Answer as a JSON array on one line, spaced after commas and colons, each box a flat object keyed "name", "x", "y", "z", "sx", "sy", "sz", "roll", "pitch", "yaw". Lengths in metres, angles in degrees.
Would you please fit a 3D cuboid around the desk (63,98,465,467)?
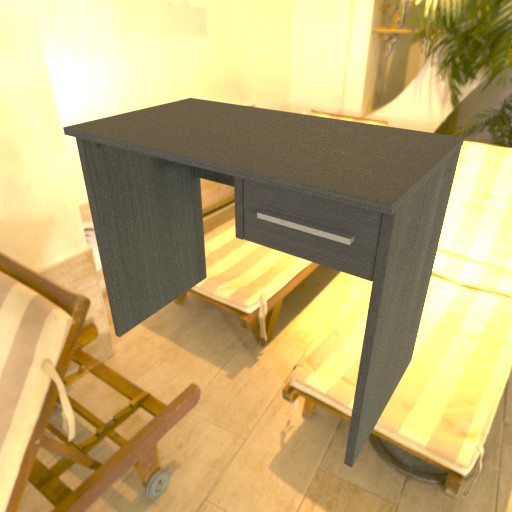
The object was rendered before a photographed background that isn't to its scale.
[{"name": "desk", "x": 0.000, "y": 0.000, "z": 1.304, "sx": 0.893, "sy": 0.724, "sz": 0.498, "roll": 19, "pitch": 35, "yaw": 30}]
